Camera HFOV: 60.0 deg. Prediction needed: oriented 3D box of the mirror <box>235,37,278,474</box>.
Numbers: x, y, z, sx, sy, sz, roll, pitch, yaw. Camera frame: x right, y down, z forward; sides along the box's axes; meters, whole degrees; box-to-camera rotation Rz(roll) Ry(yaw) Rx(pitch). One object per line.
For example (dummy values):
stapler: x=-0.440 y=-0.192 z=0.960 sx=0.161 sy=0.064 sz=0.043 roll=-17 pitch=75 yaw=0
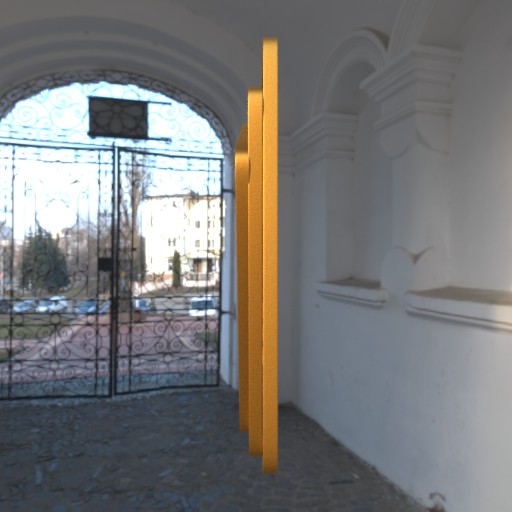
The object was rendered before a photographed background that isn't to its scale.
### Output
mirror: x=0.000 y=0.000 z=0.678 sx=0.045 sy=0.468 sz=0.470 roll=0 pitch=0 yaw=0
